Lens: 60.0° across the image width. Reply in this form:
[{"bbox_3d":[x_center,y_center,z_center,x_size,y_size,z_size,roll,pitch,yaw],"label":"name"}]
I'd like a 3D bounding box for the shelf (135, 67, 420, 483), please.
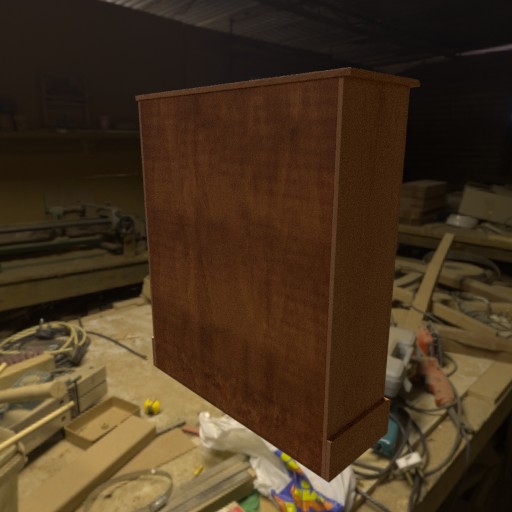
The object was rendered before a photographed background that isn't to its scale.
[{"bbox_3d":[0.000,0.000,1.386,0.291,0.980,0.840,-14,20,-42],"label":"shelf"}]
